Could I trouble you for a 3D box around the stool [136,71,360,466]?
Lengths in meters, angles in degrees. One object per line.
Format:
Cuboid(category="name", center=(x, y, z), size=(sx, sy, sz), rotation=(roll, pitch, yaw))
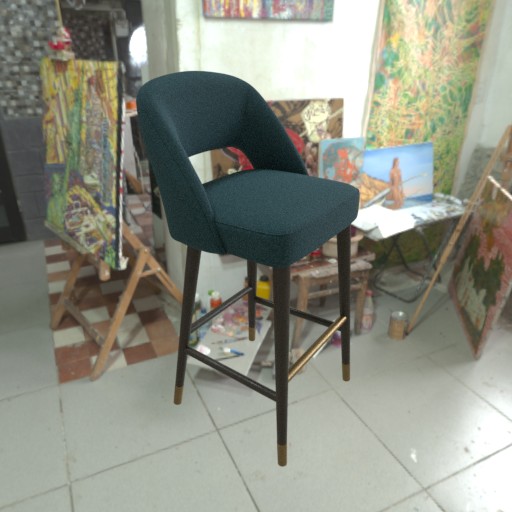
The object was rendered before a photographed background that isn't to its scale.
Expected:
Cuboid(category="stool", center=(0.000, 0.000, 1.357), size=(0.522, 1.032, 0.536), rotation=(17, 30, 31))
